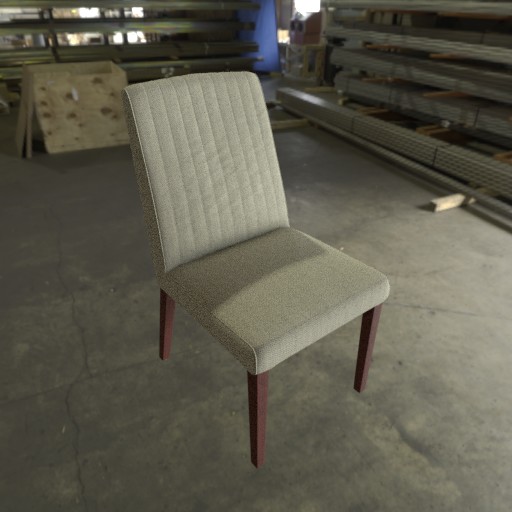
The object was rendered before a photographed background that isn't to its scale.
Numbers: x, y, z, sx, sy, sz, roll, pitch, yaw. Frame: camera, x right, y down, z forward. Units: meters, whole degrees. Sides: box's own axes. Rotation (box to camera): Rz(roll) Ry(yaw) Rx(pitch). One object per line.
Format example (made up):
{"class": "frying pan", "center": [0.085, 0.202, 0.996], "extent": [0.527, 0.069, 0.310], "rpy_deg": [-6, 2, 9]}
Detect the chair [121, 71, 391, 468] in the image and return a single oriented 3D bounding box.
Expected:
{"class": "chair", "center": [0.000, 0.000, 1.253], "extent": [0.480, 0.900, 0.594], "rpy_deg": [-22, 37, -33]}
